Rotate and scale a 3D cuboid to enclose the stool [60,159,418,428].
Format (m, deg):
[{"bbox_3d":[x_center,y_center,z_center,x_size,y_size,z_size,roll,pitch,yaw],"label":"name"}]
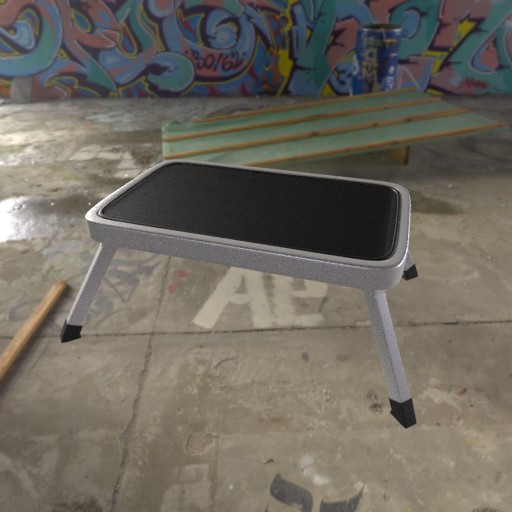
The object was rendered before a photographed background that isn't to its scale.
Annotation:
[{"bbox_3d":[0.000,0.000,0.618,0.460,0.170,0.320,9,33,15],"label":"stool"}]
